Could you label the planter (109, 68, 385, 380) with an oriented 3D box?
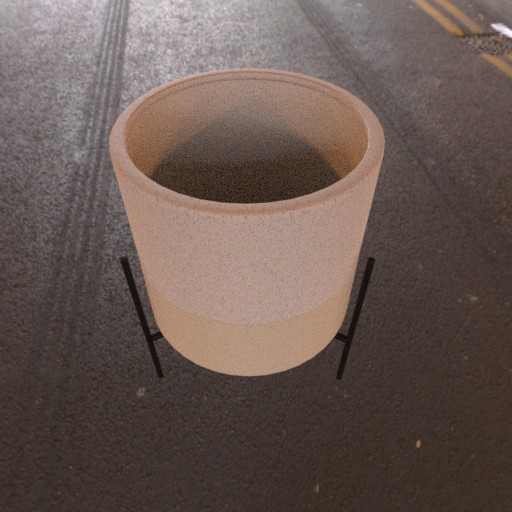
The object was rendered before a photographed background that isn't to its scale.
[{"bbox_3d":[0.000,0.000,0.654,0.335,0.423,0.313,23,51,20],"label":"planter"}]
